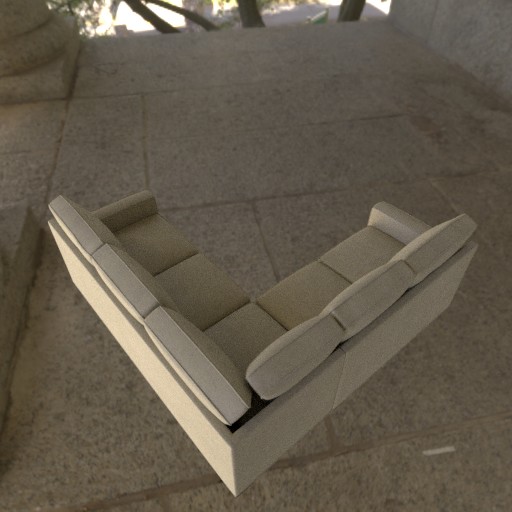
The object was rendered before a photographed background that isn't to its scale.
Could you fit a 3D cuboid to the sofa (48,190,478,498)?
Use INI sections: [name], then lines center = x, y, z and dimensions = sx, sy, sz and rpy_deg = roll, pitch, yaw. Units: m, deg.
[sofa]
center = 0.000, 0.000, 3.302
dimensions = 2.188, 0.936, 2.211
rpy_deg = -31, 52, -28
